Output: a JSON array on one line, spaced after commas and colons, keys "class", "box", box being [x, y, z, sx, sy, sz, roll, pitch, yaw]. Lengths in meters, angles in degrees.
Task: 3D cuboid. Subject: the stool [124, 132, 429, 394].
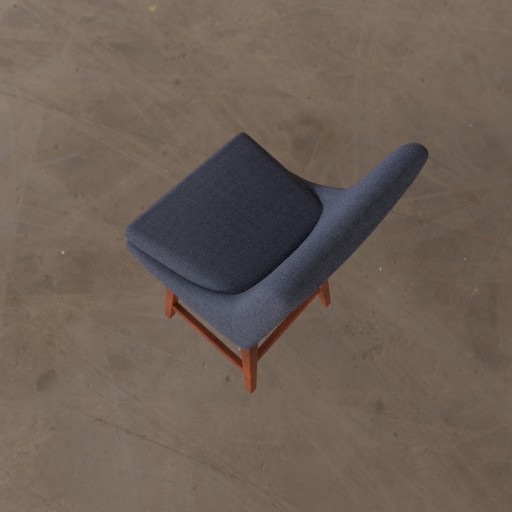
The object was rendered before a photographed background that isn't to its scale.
[{"class": "stool", "box": [0.000, 0.000, 1.204, 0.524, 0.895, 0.467, 38, 69, 18]}]
